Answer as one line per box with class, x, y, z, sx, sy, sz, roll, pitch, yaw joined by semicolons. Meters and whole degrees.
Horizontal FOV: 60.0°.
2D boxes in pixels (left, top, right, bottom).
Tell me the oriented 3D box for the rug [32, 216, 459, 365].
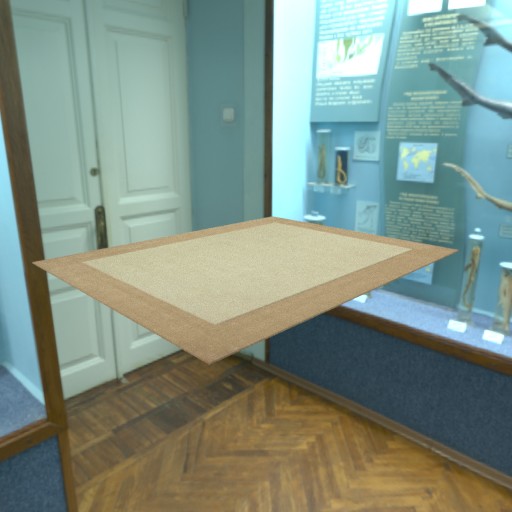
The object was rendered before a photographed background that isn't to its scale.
rug;0.000;0.000;4.035;3.048;0.014;2.438;-15;22;-43
